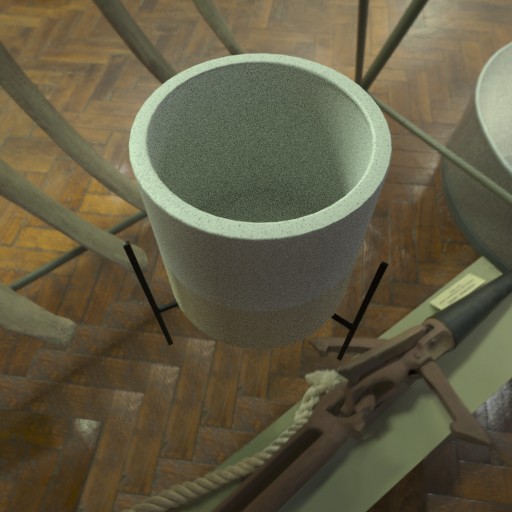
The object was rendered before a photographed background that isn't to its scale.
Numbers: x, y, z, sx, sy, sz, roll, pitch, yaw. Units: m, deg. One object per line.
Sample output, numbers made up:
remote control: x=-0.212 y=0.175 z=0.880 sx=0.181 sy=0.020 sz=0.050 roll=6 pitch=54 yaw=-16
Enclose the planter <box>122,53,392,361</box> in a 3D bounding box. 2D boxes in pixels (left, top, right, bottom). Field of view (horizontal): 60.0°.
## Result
planter: x=0.000 y=0.000 z=0.541 sx=0.267 sy=0.362 sz=0.263 roll=-32 pitch=63 yaw=-18
